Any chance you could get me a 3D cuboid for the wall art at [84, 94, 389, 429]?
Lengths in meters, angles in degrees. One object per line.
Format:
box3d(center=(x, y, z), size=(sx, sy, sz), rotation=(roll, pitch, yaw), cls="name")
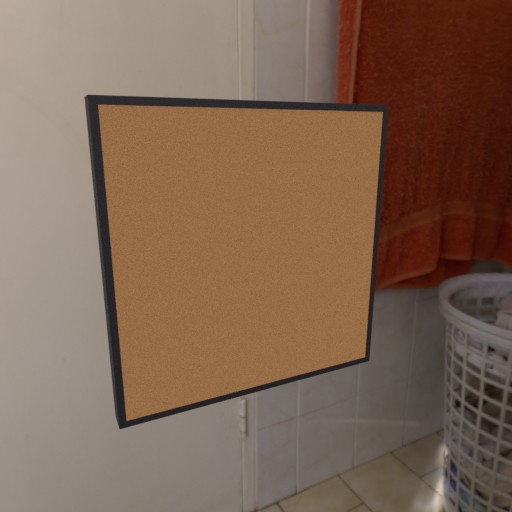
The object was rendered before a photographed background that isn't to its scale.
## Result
box3d(center=(0.000, 0.000, 0.771), size=(0.509, 0.509, 0.040), rotation=(-7, 17, -25), cls="wall art")
